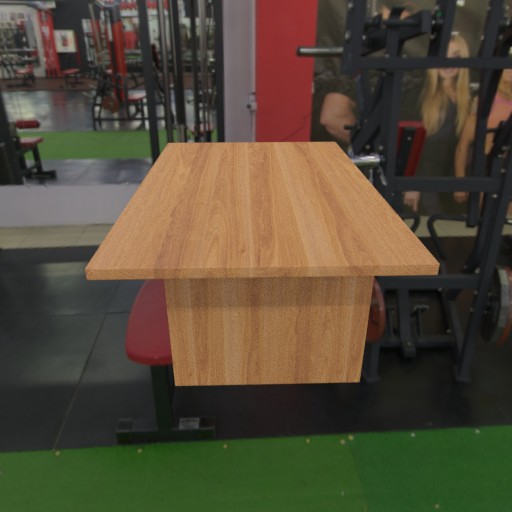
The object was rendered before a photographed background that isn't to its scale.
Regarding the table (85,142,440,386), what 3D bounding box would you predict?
[{"bbox_3d":[0.000,0.000,1.477,0.700,0.510,1.100,-1,27,-1],"label":"table"}]
